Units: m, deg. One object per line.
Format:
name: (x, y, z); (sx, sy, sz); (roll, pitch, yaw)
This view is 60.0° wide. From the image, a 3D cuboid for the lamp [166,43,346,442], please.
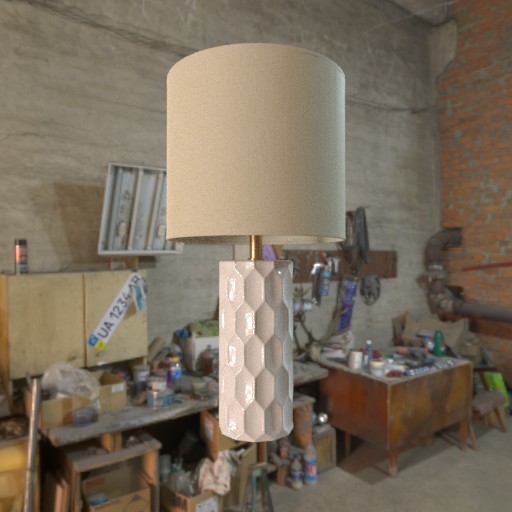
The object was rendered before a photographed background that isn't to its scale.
lamp: (0.000, 0.000, 0.696); (0.277, 0.537, 0.277); (0, -1, 17)
